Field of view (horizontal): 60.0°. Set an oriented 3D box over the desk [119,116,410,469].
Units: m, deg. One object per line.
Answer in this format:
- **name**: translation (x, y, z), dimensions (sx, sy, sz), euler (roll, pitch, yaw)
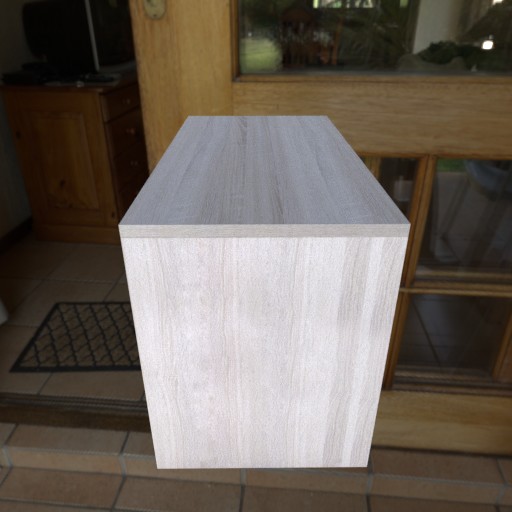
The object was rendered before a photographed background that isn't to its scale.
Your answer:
- **desk**: translation (0.000, 0.000, 1.529), dimensions (0.600, 0.731, 1.100), euler (0, 28, 0)
